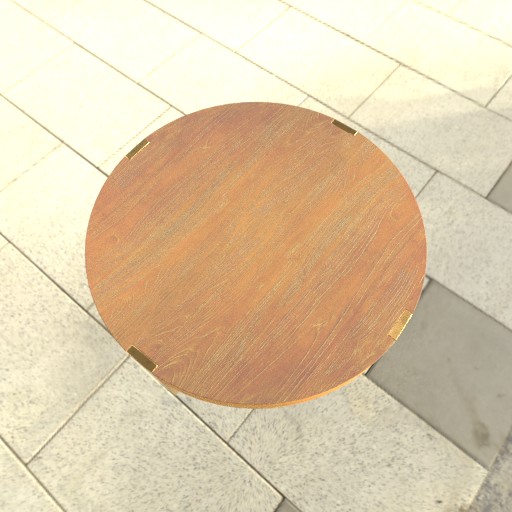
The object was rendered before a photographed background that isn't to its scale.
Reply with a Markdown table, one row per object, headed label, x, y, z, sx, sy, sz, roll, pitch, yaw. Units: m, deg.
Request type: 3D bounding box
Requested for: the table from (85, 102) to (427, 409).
| label | x | y | z | sx | sy | sz | roll | pitch | yaw |
| --- | --- | --- | --- | --- | --- | --- | --- | --- | --- |
| table | 0.000 | 0.000 | 1.638 | 1.100 | 0.420 | 1.100 | 0 | 64 | 0 |
